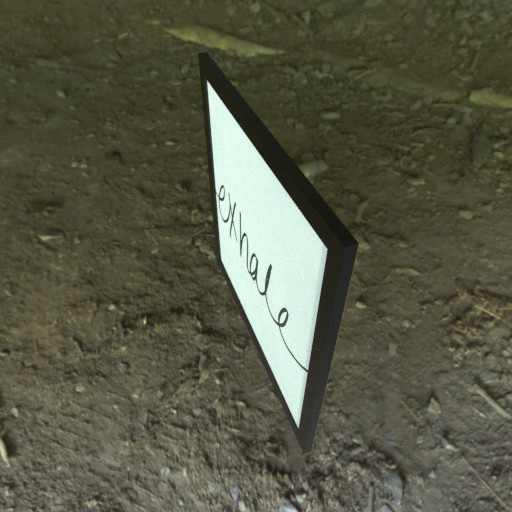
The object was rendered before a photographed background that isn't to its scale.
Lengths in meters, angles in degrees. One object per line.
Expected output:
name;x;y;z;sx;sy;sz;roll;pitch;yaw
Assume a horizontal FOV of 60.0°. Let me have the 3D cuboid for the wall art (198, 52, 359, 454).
wall art;0.000;0.000;0.674;0.014;0.445;0.446;-15;47;-15
